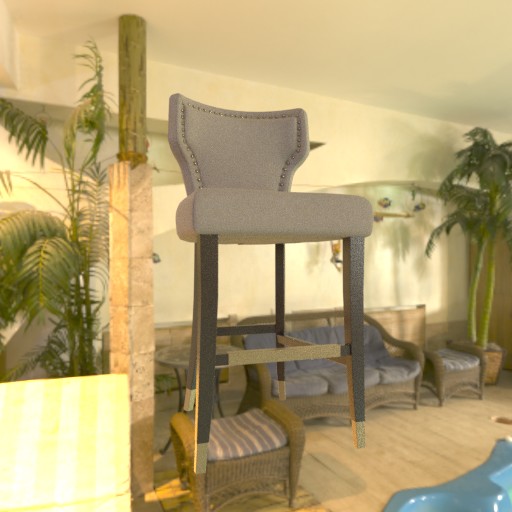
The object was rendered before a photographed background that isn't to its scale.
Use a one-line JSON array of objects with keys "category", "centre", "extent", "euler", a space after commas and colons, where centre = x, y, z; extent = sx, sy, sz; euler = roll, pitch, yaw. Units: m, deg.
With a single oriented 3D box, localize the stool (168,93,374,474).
[{"category": "stool", "centre": [0.000, 0.000, 1.418], "extent": [0.526, 1.092, 0.563], "euler": [0, 0, -19]}]
